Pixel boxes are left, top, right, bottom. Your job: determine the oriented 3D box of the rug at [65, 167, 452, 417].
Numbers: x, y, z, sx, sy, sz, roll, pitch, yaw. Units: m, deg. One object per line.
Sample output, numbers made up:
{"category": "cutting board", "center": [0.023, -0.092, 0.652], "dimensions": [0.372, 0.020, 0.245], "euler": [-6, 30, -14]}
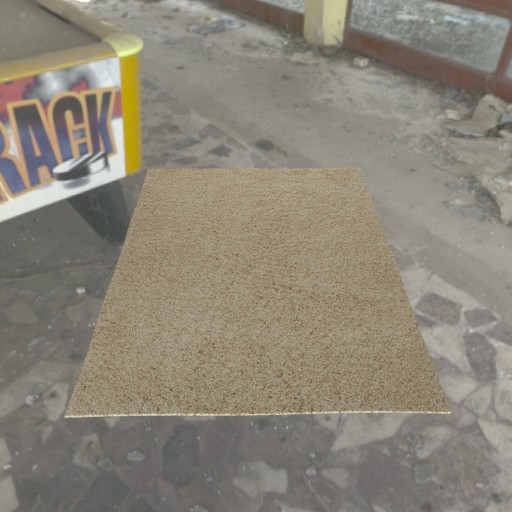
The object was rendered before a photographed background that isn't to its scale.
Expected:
{"category": "rug", "center": [0.000, 0.000, 3.878], "dimensions": [2.400, 0.025, 3.000], "euler": [0, 41, 0]}
